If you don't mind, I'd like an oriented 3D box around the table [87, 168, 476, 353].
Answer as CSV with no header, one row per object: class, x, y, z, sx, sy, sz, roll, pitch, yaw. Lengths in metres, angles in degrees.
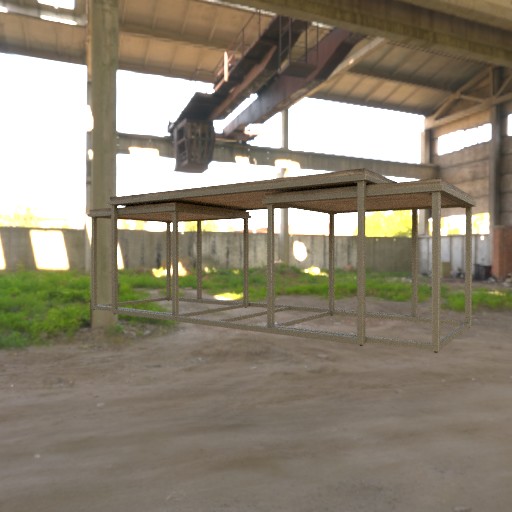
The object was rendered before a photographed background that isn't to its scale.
table,0.000,0.000,1.532,1.312,0.427,0.489,0,1,35
